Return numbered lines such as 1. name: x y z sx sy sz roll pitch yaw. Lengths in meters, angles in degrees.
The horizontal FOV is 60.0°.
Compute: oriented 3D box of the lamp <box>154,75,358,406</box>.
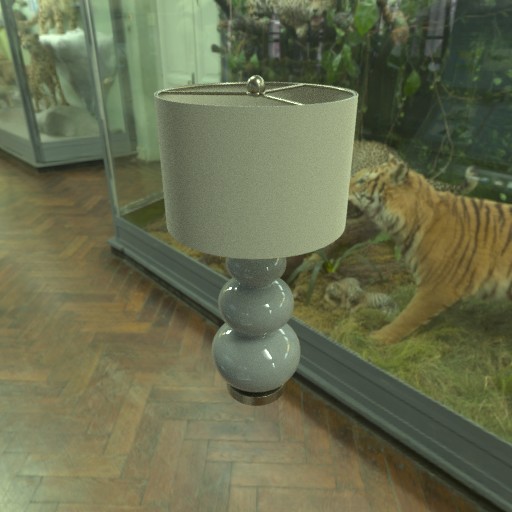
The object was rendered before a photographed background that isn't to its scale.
1. lamp: 0.000 0.000 0.965 0.367 0.730 0.367 8 28 15
